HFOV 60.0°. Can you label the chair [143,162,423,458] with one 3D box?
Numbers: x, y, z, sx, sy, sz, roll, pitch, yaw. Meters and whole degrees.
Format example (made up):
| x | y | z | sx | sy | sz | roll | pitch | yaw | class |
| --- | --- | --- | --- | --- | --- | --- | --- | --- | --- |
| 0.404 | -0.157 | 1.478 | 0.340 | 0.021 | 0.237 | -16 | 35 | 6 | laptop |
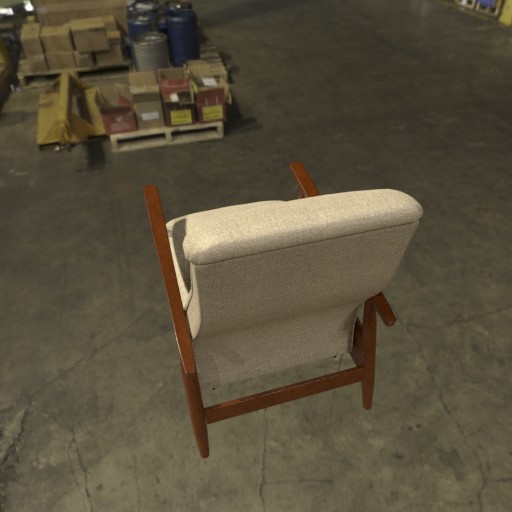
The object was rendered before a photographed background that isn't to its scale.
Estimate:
| x | y | z | sx | sy | sz | roll | pitch | yaw | class |
| --- | --- | --- | --- | --- | --- | --- | --- | --- | --- |
| 0.000 | 0.000 | 1.778 | 0.762 | 1.082 | 1.014 | -11 | 43 | -12 | chair |
